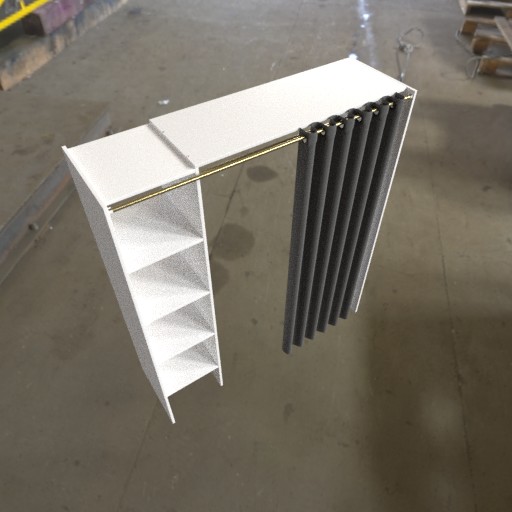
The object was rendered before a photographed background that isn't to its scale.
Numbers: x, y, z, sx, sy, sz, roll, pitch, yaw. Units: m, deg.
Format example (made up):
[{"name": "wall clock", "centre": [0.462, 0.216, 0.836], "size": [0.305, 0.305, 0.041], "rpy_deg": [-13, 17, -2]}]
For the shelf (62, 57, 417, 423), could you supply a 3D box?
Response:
[{"name": "shelf", "centre": [0.000, 0.000, 2.645], "size": [1.600, 1.810, 0.500], "rpy_deg": [-26, 52, -23]}]
